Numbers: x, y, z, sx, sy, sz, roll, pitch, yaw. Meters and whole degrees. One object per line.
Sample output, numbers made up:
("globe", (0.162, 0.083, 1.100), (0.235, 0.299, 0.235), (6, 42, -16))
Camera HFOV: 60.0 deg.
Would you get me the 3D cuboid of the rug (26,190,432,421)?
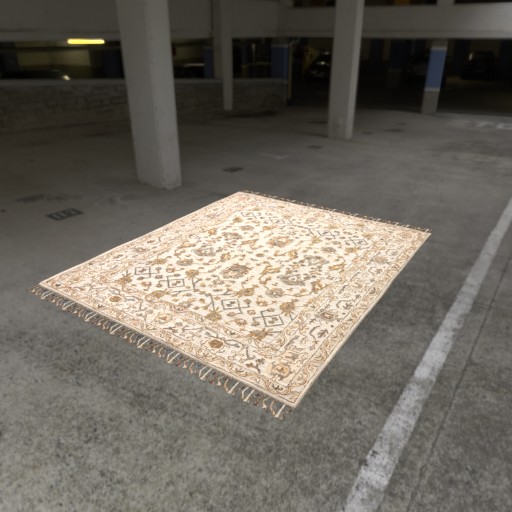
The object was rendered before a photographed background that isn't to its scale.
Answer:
("rug", (0.000, 0.000, 4.079), (2.426, 0.034, 3.061), (17, 31, 30))
